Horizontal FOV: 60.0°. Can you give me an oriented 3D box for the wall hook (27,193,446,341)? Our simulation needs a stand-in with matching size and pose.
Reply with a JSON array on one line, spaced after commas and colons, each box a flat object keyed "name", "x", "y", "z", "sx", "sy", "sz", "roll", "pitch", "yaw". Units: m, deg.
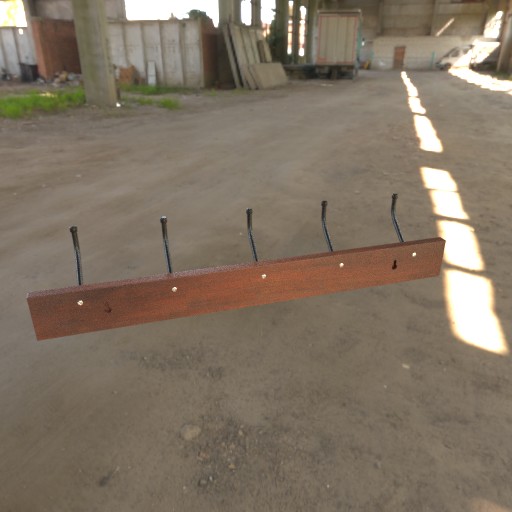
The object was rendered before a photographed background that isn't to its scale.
[{"name": "wall hook", "x": 0.000, "y": 0.000, "z": 0.615, "sx": 0.571, "sy": 0.117, "sz": 0.071, "roll": -7, "pitch": 26, "yaw": -15}]
